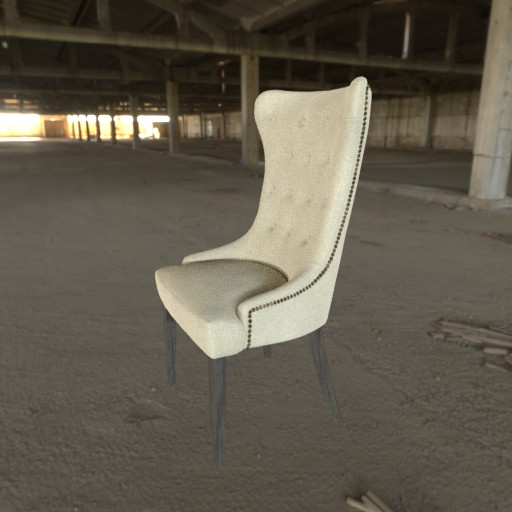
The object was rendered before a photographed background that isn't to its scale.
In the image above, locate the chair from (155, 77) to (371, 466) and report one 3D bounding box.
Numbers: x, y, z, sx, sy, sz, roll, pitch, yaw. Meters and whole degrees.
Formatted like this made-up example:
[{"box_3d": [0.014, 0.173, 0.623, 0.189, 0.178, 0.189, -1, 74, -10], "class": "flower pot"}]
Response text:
[{"box_3d": [0.000, 0.000, 1.449, 0.590, 1.065, 0.584, -8, 18, -26], "class": "chair"}]
